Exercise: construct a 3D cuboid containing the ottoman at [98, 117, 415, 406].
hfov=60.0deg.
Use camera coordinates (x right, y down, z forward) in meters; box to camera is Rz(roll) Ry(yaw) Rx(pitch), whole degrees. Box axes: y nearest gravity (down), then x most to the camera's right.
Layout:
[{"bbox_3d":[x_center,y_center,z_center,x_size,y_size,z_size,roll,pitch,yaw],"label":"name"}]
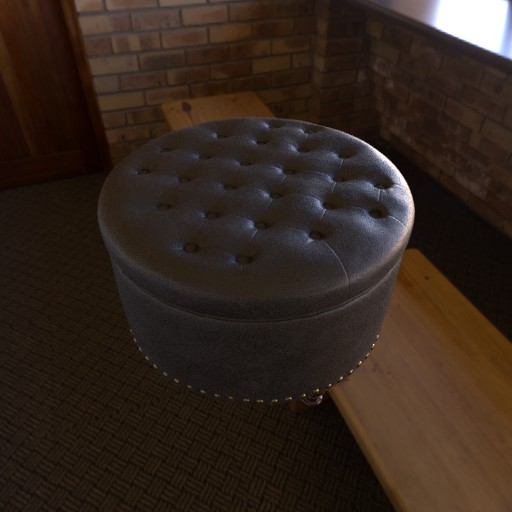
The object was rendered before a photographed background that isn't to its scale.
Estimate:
[{"bbox_3d":[0.000,0.000,1.043,0.637,0.442,0.637,0,42,0],"label":"ottoman"}]
